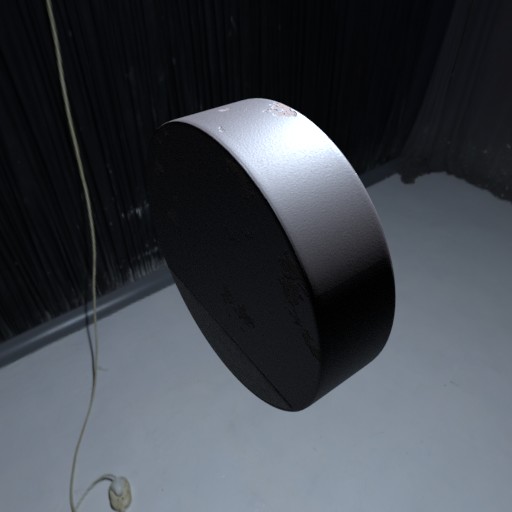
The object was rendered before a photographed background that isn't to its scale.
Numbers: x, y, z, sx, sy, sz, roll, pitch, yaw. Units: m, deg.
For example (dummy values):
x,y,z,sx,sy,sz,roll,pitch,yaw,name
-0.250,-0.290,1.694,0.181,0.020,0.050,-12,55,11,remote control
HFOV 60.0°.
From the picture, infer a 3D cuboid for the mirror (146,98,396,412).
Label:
x,y,z,sx,sy,sz,roll,pitch,yaw,name
0.000,0.000,0.590,0.126,0.386,0.386,-26,47,-27,mirror
